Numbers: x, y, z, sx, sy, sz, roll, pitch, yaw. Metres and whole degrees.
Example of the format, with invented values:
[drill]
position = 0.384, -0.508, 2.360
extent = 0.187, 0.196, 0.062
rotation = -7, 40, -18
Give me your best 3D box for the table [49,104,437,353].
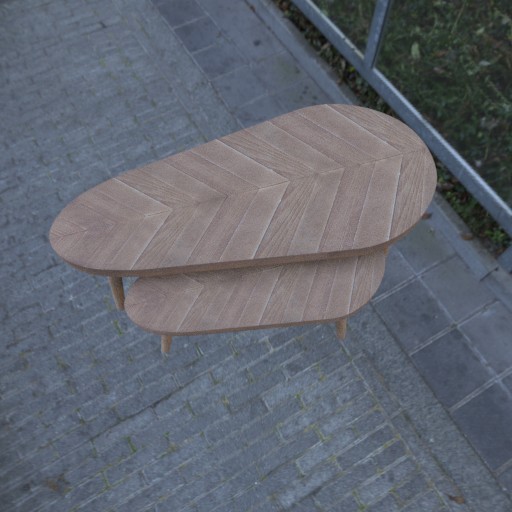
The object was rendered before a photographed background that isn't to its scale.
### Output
[table]
position = 0.000, 0.000, 1.577
extent = 1.190, 0.595, 0.701
rotation = -15, 64, -7
